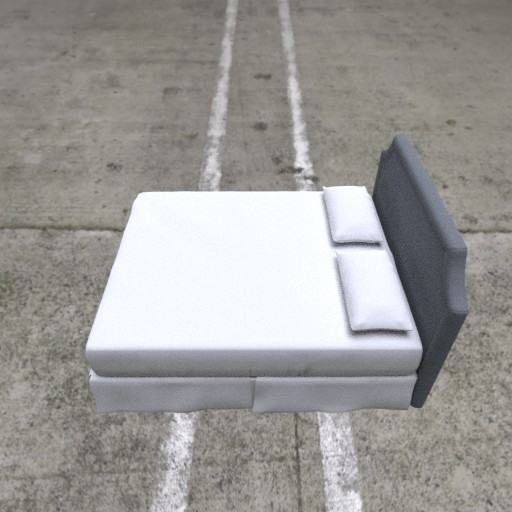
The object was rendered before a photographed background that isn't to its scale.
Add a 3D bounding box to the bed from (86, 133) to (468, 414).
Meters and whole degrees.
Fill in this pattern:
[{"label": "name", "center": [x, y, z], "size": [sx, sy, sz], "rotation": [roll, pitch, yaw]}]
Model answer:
[{"label": "bed", "center": [0.000, 0.000, 3.266], "size": [2.259, 1.296, 1.811], "rotation": [0, 42, 0]}]
